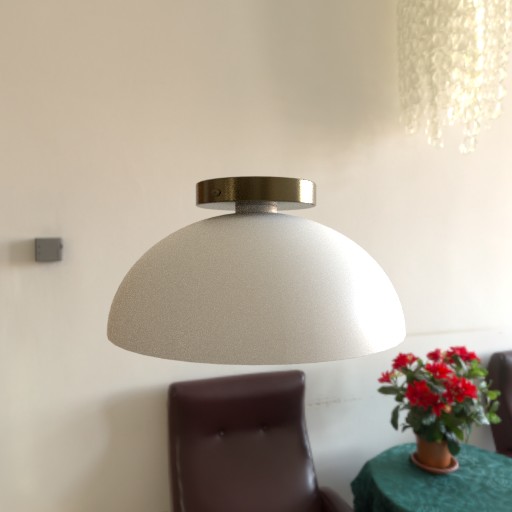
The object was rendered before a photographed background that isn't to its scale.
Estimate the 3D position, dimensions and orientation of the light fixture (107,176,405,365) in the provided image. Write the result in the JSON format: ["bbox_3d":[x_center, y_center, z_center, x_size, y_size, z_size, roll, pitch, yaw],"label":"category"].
[{"bbox_3d":[0.000,0.000,0.553,0.355,0.177,0.355,0,2,0],"label":"light fixture"}]
